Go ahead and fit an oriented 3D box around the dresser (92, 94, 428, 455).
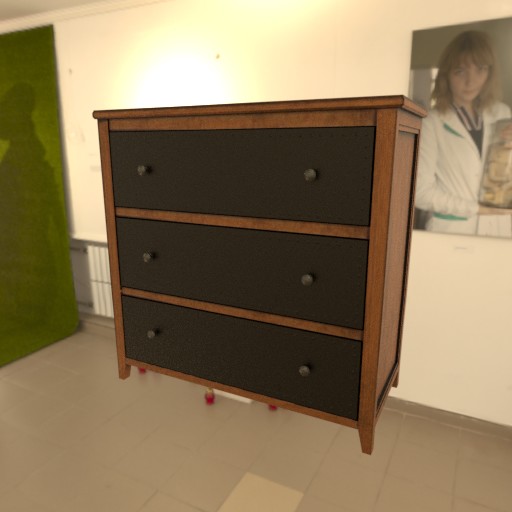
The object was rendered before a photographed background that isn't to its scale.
[{"bbox_3d":[0.000,0.000,1.945,1.250,1.224,0.591,7,15,26],"label":"dresser"}]
